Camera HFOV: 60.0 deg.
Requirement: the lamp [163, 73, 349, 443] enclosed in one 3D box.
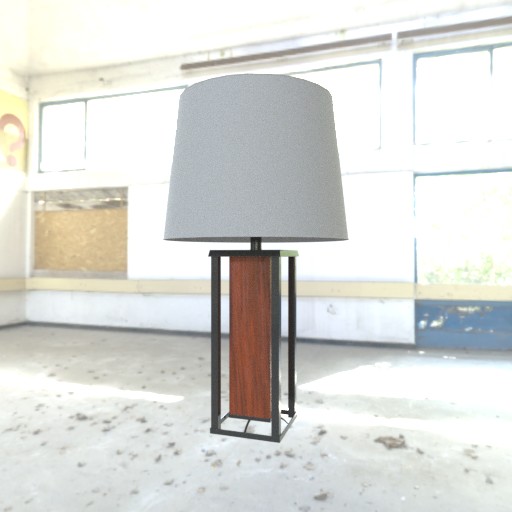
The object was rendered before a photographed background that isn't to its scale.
[{"bbox_3d":[0.000,0.000,0.778,0.320,0.591,0.320,0,0,0],"label":"lamp"}]
